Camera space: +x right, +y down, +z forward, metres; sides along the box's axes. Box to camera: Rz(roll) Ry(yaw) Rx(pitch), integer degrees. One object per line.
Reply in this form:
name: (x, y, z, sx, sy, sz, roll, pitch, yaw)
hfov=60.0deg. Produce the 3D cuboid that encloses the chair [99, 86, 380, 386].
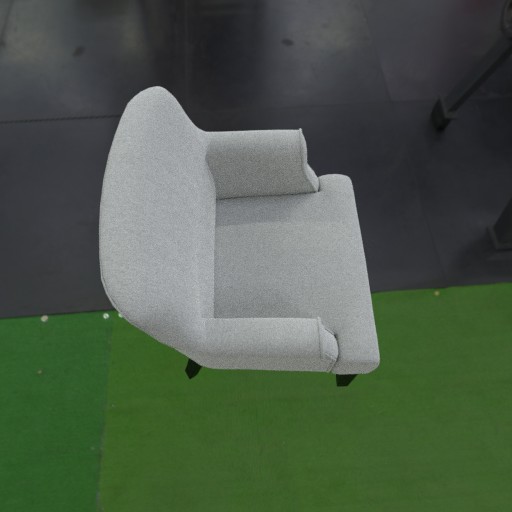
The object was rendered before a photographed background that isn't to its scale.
chair: (0.000, 0.000, 1.461, 0.750, 0.875, 0.781, -1, 62, -1)
